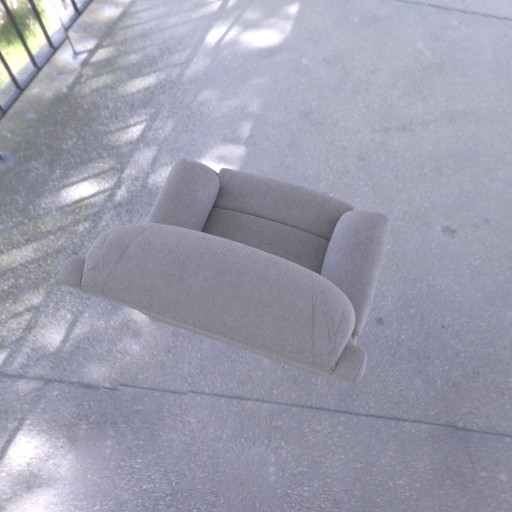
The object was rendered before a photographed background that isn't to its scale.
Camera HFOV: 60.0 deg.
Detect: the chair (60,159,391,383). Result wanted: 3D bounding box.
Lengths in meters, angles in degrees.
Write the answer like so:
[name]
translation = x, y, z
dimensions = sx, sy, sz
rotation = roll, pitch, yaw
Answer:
[chair]
translation = 0.000, 0.000, 1.712
dimensions = 0.930, 1.011, 0.899
rotation = 17, 64, 9
